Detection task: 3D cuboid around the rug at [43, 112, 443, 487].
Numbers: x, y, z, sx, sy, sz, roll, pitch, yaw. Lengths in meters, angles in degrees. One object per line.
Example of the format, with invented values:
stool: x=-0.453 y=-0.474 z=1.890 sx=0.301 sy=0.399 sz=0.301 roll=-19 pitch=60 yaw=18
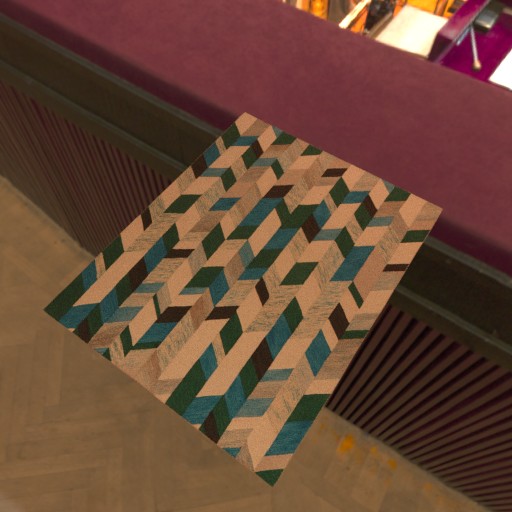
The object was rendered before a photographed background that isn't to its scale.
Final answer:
rug: x=0.000 y=0.000 z=4.146 sx=2.440 sy=0.008 sz=3.036 roll=31 pitch=64 yaw=17
